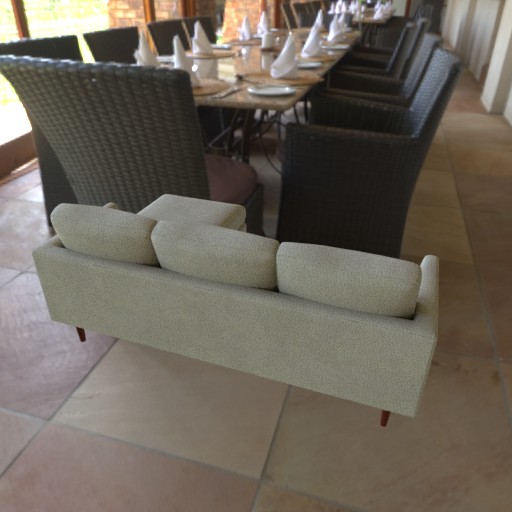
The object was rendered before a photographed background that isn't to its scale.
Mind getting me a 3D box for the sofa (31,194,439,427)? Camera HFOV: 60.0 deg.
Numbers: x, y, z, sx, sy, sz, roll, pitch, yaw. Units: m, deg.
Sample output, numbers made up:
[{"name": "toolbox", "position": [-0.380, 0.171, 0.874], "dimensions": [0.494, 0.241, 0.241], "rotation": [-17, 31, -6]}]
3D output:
[{"name": "sofa", "position": [0.000, 0.000, 2.939], "dimensions": [2.233, 0.956, 1.504], "rotation": [10, 32, 17]}]
